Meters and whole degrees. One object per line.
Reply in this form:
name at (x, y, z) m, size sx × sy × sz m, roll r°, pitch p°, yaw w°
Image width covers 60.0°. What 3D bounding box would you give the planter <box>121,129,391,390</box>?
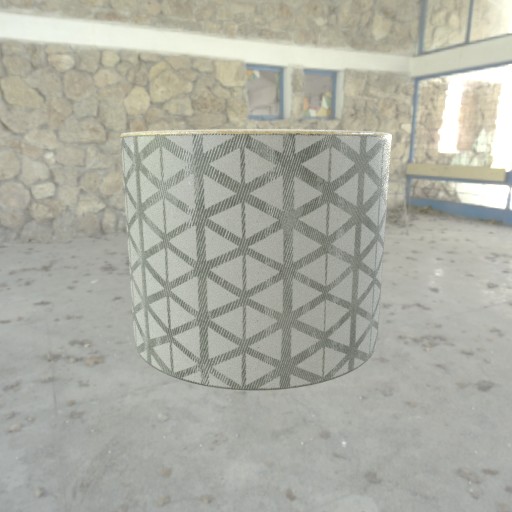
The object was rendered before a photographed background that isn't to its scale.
planter at (0.000, 0.000, 0.454) m, size 0.250 × 0.239 × 0.250 m, roll 0°, pitch 13°, yaw 0°
